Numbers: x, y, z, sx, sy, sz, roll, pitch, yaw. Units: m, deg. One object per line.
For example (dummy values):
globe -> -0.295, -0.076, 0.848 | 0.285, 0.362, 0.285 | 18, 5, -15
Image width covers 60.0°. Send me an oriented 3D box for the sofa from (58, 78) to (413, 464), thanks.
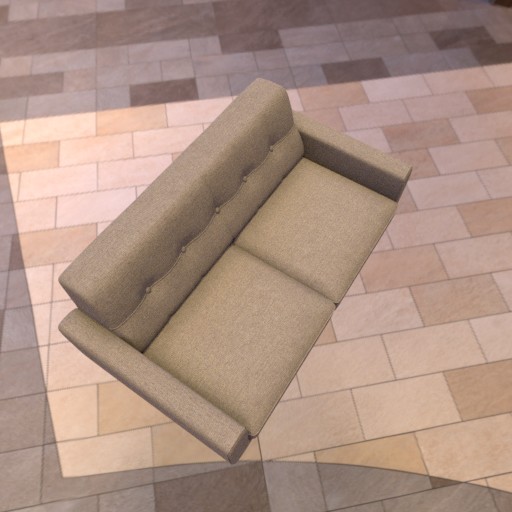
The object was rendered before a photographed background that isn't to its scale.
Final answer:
sofa -> 0.000, 0.000, 2.160 | 0.909, 0.841, 1.631 | 30, 64, 16
